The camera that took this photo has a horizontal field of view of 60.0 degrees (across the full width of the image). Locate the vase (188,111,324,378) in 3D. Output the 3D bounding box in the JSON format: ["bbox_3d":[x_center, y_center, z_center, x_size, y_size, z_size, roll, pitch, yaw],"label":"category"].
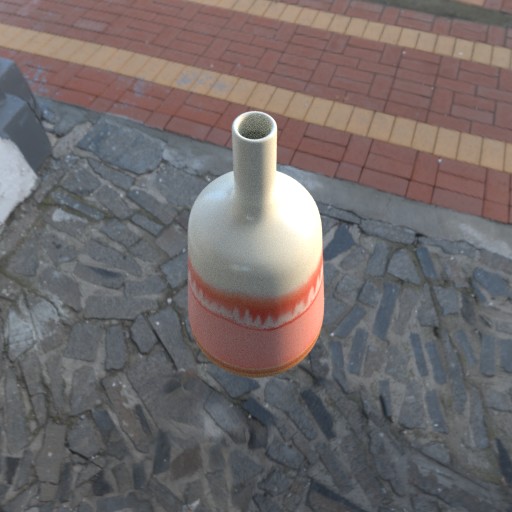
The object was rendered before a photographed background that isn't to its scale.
[{"bbox_3d":[0.000,0.000,0.384,0.144,0.296,0.144,0,59,0],"label":"vase"}]
